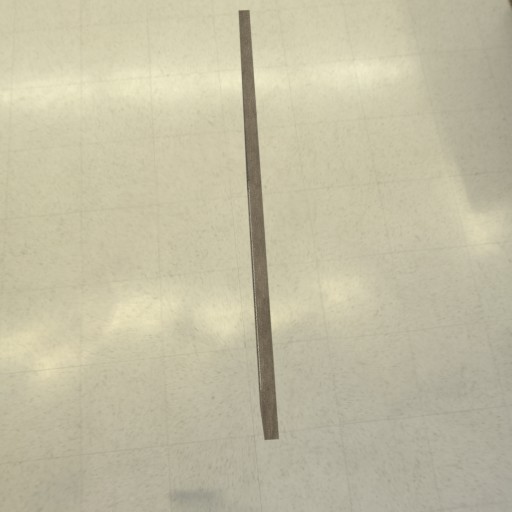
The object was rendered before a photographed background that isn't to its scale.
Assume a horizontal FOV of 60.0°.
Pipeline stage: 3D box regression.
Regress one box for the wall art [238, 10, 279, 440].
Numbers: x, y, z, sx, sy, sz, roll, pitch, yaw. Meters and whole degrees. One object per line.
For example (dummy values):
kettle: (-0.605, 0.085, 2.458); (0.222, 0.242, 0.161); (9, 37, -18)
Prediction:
wall art: (0.000, 0.000, 0.666); (0.013, 0.457, 0.457); (-3, 75, -1)
